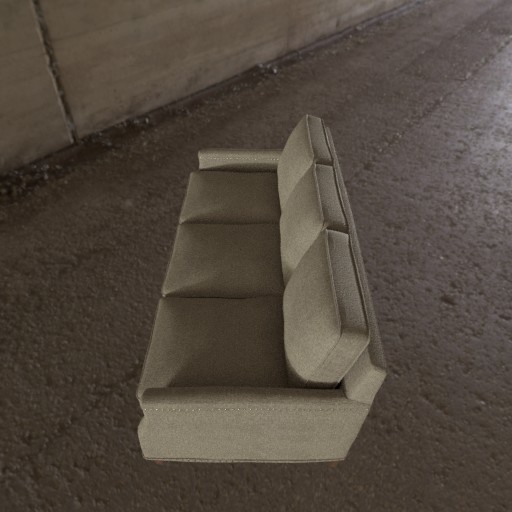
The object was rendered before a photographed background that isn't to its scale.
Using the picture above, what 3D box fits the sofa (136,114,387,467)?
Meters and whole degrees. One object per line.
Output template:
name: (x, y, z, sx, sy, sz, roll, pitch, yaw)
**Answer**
sofa: (0.000, 0.000, 2.760, 1.084, 1.003, 2.246, 1, 41, 1)
